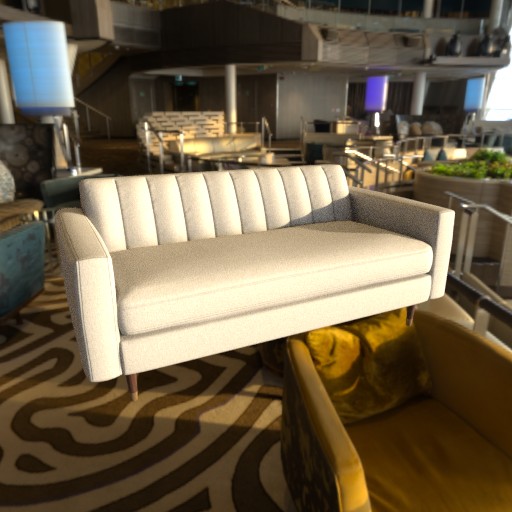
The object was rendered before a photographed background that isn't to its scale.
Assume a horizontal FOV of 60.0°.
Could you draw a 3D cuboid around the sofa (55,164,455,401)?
[{"bbox_3d":[0.000,0.000,2.372,1.895,0.814,0.969,-9,20,-25],"label":"sofa"}]
